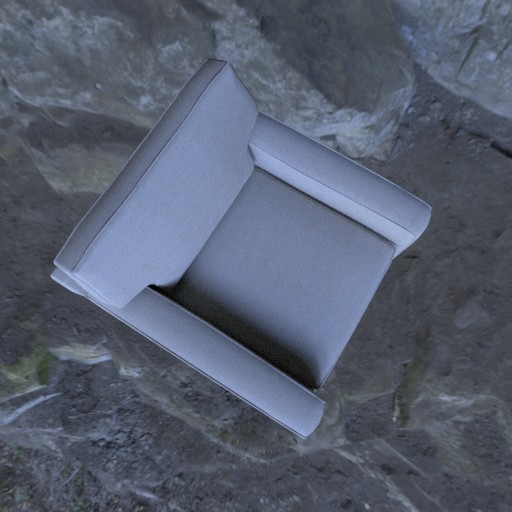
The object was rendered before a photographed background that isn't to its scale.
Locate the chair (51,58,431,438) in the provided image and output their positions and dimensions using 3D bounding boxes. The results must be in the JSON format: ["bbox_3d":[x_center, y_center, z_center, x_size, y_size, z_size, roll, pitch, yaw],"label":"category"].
[{"bbox_3d":[0.000,0.000,1.808,1.043,0.913,0.998,31,77,8],"label":"chair"}]
